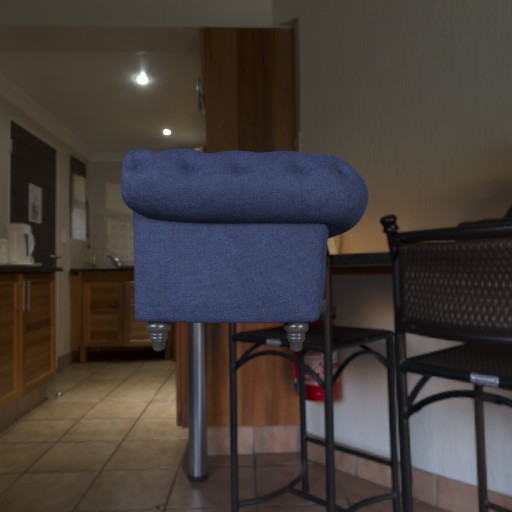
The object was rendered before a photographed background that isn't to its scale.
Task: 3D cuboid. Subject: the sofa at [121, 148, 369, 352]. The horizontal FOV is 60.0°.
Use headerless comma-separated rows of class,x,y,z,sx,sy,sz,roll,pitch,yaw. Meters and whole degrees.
sofa,0.000,0.000,2.635,1.082,0.833,1.988,0,-1,0
